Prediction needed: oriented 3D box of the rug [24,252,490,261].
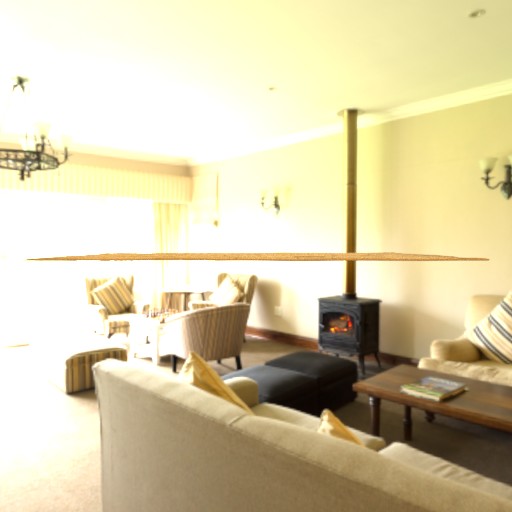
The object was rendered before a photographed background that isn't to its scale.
[{"bbox_3d":[0.000,0.000,3.075,2.444,0.023,1.531,0,2,-1],"label":"rug"}]
